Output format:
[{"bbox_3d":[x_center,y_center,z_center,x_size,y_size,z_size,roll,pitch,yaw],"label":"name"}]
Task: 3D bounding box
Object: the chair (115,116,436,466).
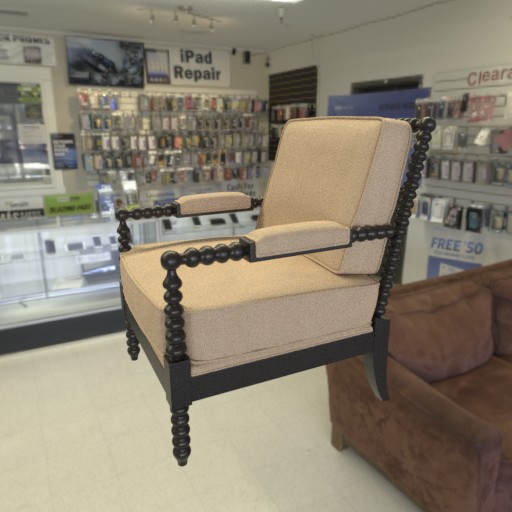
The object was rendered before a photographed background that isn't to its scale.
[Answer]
[{"bbox_3d":[0.000,0.000,1.165,0.657,0.703,0.555,-8,18,-25],"label":"chair"}]
